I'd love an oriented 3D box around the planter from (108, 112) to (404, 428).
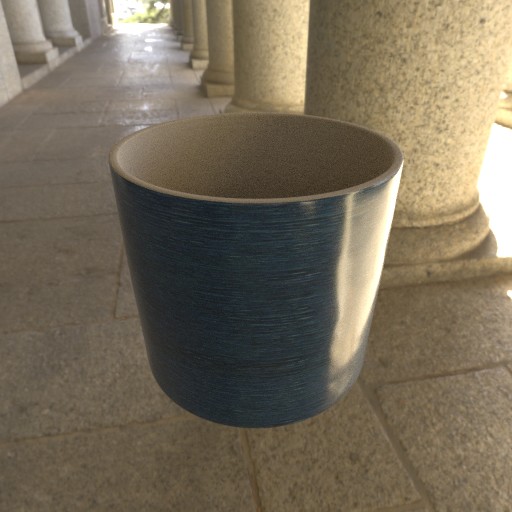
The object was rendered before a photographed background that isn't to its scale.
[{"bbox_3d":[0.000,0.000,0.396,0.221,0.201,0.221,0,31,0],"label":"planter"}]
